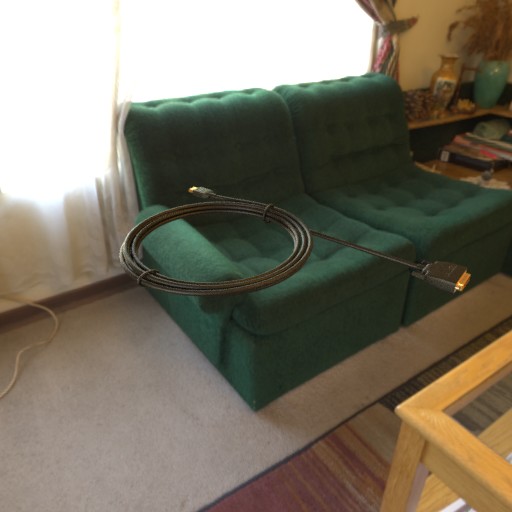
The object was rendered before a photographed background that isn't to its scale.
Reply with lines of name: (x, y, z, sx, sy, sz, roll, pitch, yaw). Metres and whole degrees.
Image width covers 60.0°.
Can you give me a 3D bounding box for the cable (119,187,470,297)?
cable: (0.000, 0.000, 0.525, 0.422, 0.030, 0.257, 21, 36, 33)
